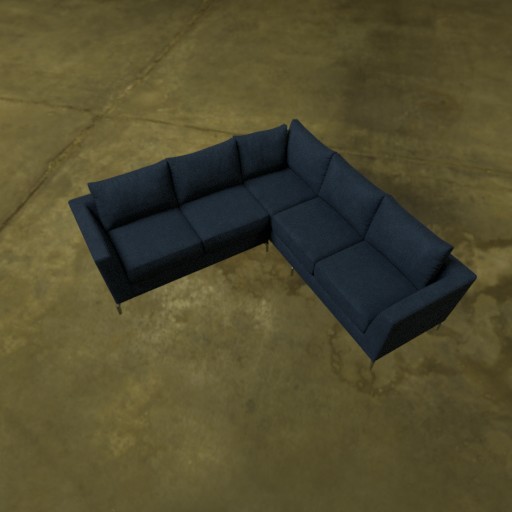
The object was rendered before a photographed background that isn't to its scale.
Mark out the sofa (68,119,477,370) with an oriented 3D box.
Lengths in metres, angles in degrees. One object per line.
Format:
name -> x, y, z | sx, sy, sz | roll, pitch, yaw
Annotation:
sofa -> 0.000, 0.000, 3.840 | 2.472, 0.988, 2.463 | -23, 51, -20
